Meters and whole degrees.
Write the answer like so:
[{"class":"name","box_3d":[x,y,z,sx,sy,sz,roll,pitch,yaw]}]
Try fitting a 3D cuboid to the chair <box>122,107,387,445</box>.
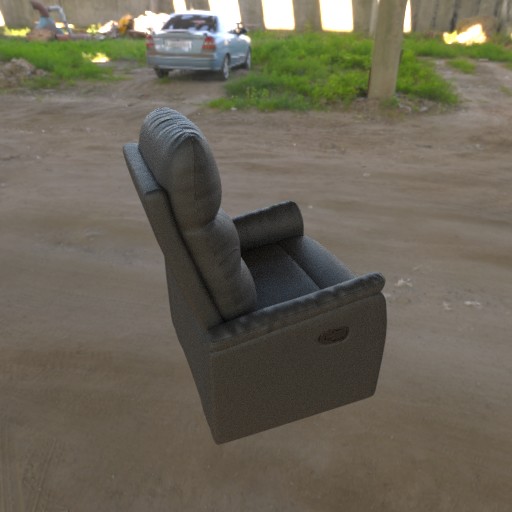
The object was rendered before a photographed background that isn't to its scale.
[{"class":"chair","box_3d":[0.000,0.000,1.699,0.831,1.082,0.775,-10,31,-18]}]
